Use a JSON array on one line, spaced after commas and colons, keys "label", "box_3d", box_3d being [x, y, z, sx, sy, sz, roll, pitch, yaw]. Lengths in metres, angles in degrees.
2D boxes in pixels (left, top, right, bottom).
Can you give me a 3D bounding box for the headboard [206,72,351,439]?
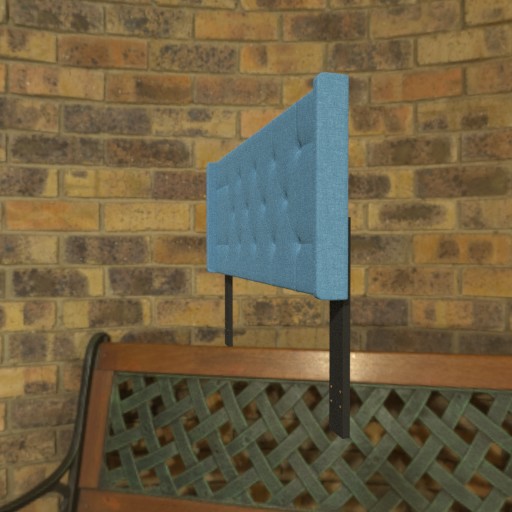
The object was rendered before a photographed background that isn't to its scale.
[{"label": "headboard", "box_3d": [0.000, 0.000, 2.783, 0.184, 1.524, 2.051, 0, 1, -19]}]
